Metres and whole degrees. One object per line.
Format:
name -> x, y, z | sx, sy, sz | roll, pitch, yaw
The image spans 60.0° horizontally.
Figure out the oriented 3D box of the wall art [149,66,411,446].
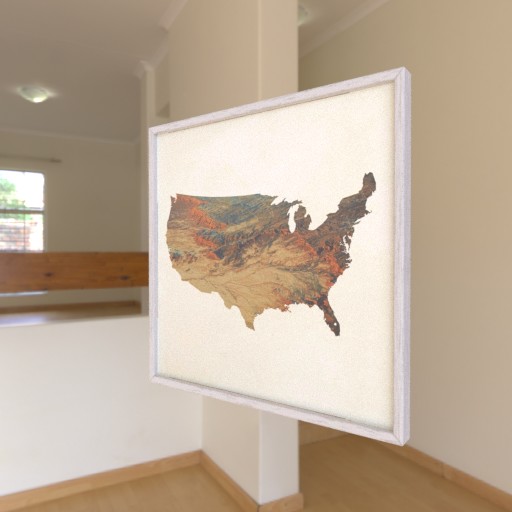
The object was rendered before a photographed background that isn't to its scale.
wall art -> 0.000, 0.000, 1.906 | 1.287, 1.288, 0.078 | 0, 1, 36
